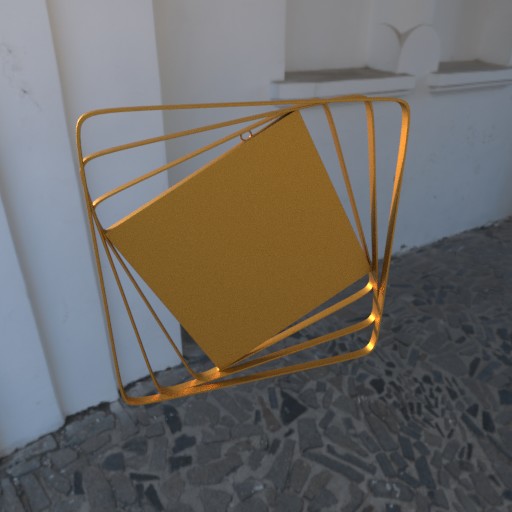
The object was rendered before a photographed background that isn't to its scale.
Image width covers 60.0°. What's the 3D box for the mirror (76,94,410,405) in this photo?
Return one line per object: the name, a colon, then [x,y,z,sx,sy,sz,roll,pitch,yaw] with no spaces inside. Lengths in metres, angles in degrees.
mirror: [0.000,0.000,0.696,0.470,0.468,0.045,-8,27,-16]
